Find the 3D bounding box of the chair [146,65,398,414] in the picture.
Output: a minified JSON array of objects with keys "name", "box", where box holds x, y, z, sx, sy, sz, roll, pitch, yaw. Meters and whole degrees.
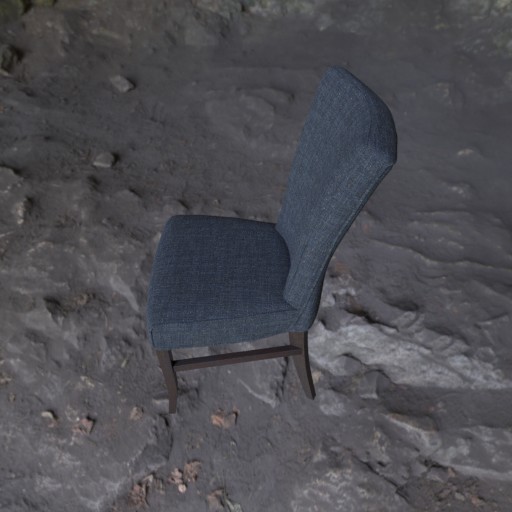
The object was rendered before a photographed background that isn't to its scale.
[{"name":"chair","box":[0.000,0.000,1.379,0.660,0.991,0.520,-1,41,-2]}]
